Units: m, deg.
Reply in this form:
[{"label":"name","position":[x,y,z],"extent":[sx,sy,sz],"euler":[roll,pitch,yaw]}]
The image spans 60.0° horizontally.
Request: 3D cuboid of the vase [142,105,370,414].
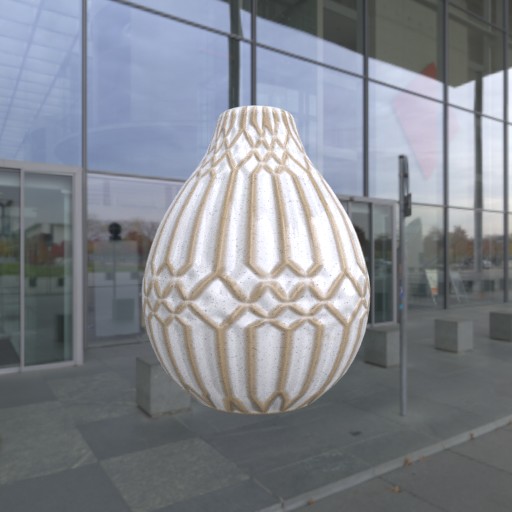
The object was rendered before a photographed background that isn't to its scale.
[{"label":"vase","position":[0.000,0.000,0.319],"extent":[0.159,0.200,0.159],"euler":[0,0,0]}]
